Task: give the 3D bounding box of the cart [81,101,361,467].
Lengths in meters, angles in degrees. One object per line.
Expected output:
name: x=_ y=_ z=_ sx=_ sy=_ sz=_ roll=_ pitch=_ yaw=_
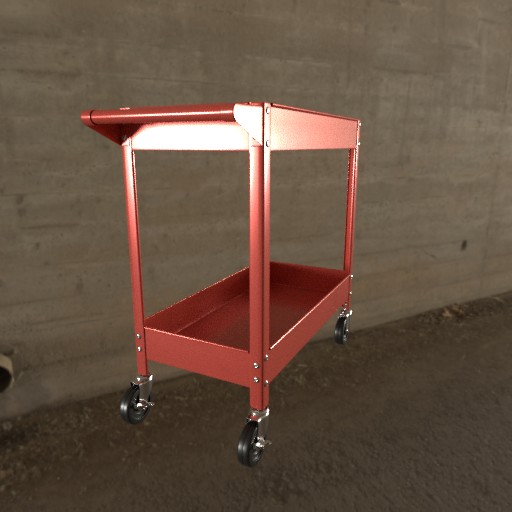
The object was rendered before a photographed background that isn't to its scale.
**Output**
cart: x=0.000 y=0.000 z=1.175 sx=0.366 sy=0.719 sz=0.779 roll=7 pitch=16 yaw=26
